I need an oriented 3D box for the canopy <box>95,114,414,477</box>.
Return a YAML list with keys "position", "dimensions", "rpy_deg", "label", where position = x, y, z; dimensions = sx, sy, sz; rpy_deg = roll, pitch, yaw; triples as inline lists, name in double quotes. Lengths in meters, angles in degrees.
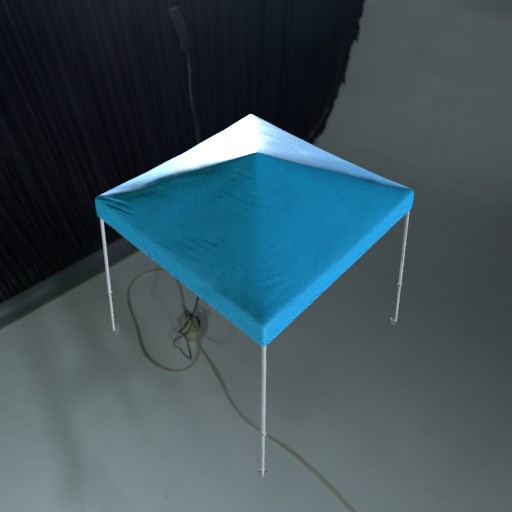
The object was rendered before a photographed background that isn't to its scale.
- position: [0.000, 0.000, 5.237]
  dimensions: [2.849, 2.849, 2.848]
  rpy_deg: [34, 55, 28]
  label: "canopy"
